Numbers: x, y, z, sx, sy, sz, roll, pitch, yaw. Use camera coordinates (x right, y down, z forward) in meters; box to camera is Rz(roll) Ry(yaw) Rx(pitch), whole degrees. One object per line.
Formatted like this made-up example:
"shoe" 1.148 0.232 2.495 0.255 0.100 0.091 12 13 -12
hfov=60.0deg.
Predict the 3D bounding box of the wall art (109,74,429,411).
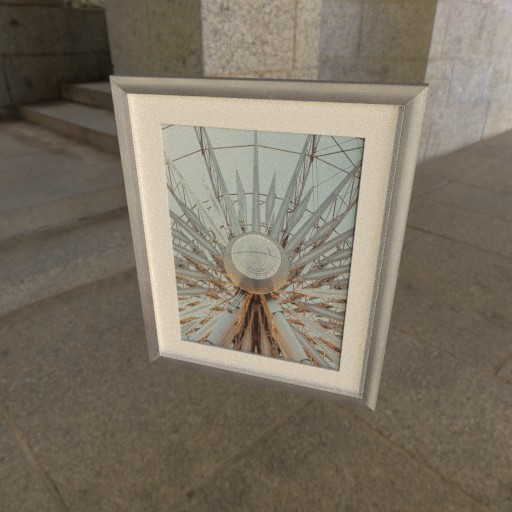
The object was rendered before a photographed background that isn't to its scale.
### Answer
"wall art" 0.000 0.000 0.749 0.458 0.558 0.029 8 28 15
